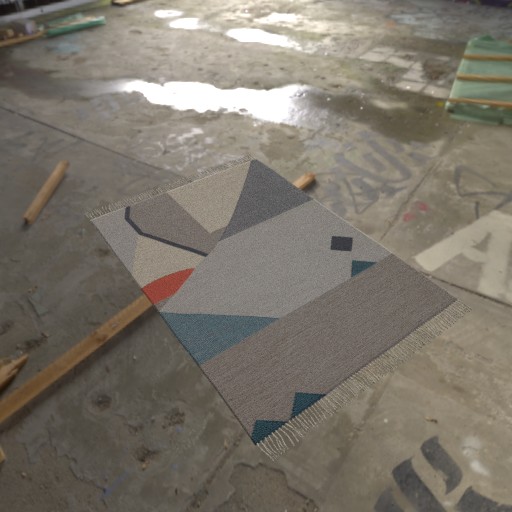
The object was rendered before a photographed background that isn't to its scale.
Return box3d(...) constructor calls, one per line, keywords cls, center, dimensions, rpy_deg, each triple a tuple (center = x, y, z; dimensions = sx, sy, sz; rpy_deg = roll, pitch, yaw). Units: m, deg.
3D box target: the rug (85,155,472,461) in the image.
box3d(cls="rug", center=(0.000, 0.000, 2.377), dimensions=(1.220, 0.005, 1.828), rpy_deg=(-26, 48, -26))
